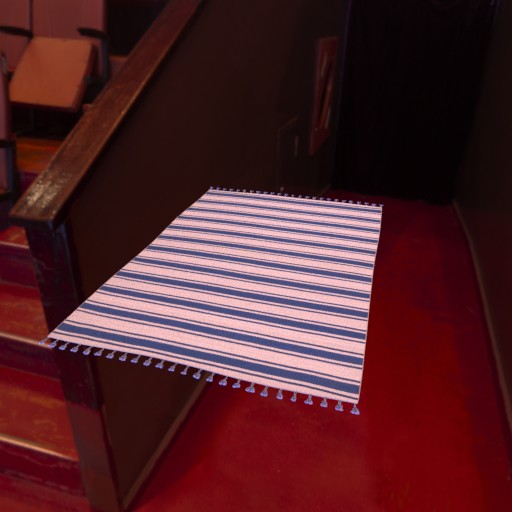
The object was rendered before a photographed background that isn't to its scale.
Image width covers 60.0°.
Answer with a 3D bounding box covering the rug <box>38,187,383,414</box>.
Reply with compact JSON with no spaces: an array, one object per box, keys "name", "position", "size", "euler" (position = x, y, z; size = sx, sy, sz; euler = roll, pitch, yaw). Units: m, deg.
[{"name":"rug","position":[0.000,0.000,2.934],"size":[1.544,0.010,2.315],"euler":[8,30,14]}]
